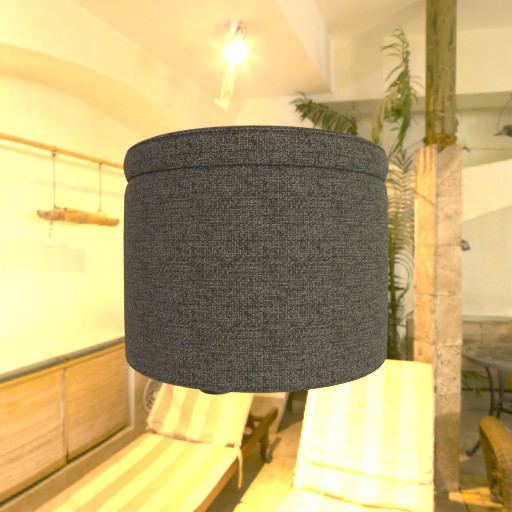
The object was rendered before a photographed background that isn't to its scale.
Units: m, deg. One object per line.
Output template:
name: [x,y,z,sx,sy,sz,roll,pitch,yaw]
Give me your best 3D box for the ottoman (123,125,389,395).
ottoman: [0.000,0.000,0.908,0.520,0.430,0.520,0,2,0]
